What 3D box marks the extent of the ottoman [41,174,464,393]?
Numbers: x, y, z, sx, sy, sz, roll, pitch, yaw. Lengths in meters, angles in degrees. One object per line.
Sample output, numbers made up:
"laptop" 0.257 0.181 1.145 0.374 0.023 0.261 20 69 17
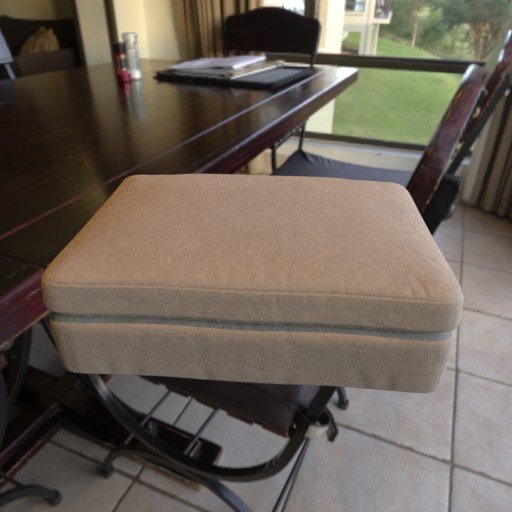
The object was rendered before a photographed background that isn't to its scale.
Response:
"ottoman" 0.000 0.000 1.596 1.199 0.429 0.840 2 31 4
